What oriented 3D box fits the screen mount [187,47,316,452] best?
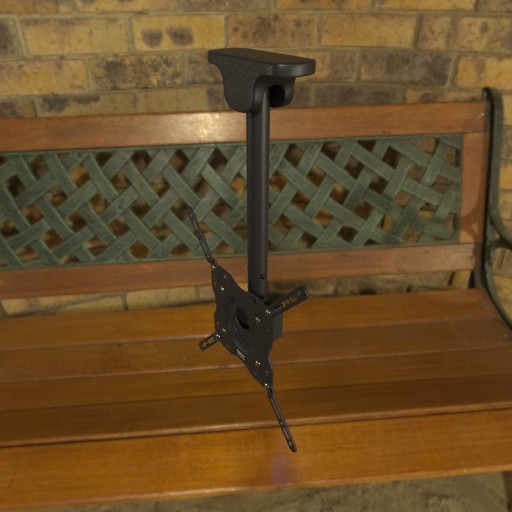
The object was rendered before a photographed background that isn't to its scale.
[{"bbox_3d":[0.000,0.000,0.875,0.090,0.729,0.393,-21,37,-30],"label":"screen mount"}]
